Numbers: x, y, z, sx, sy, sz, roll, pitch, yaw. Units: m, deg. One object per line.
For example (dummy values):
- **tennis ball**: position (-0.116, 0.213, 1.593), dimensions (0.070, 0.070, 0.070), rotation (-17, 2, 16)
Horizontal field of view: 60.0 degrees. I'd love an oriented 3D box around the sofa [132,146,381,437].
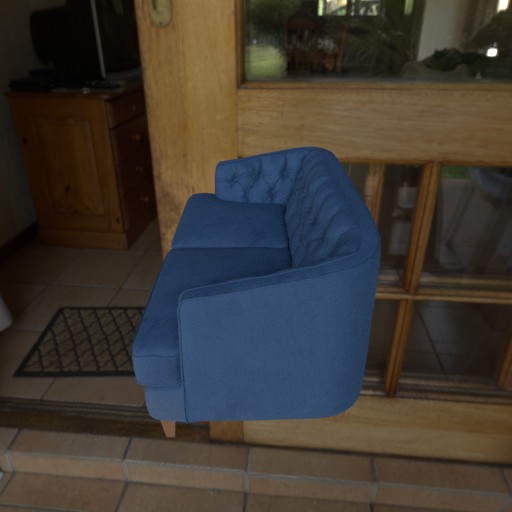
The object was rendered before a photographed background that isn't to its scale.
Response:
- **sofa**: position (0.000, 0.000, 2.356), dimensions (0.941, 0.854, 1.733), rotation (0, 27, 0)
